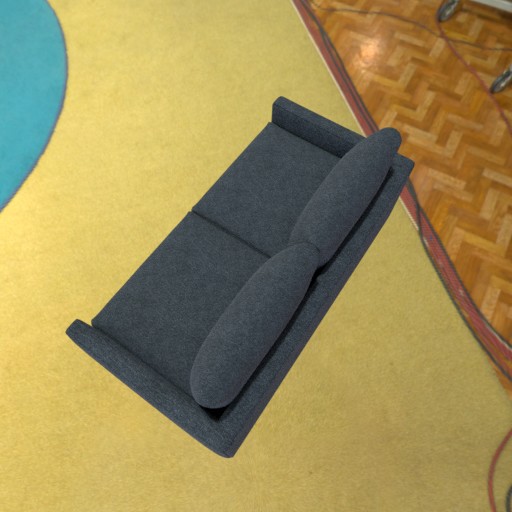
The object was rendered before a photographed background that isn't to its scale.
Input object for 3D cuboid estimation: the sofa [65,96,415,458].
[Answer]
[{"bbox_3d":[0.000,0.000,2.258,0.866,0.862,1.716,31,67,15],"label":"sofa"}]
